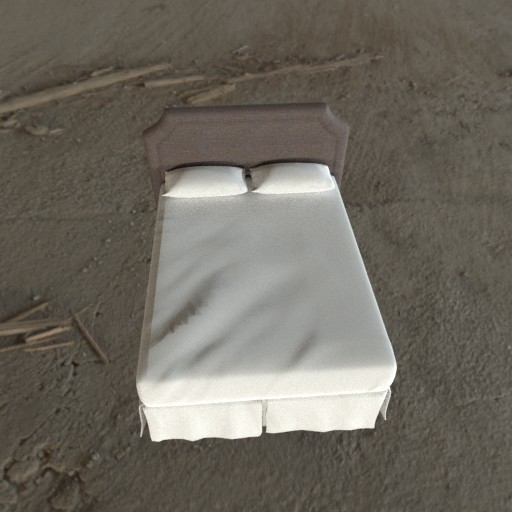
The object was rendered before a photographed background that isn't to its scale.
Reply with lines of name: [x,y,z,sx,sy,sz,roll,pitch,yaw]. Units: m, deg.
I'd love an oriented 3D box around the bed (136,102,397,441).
bed: [0.000,0.000,3.203,1.693,1.290,2.116,-3,45,-3]
